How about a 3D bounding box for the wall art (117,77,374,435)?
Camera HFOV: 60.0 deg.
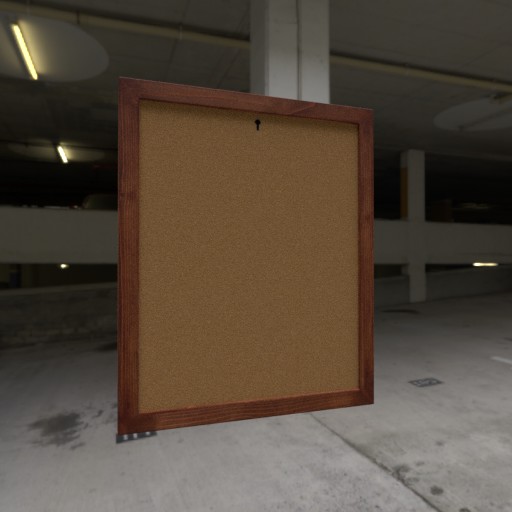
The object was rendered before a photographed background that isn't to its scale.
[{"bbox_3d":[0.000,0.000,0.777,0.462,0.558,0.030,0,-1,-19],"label":"wall art"}]
